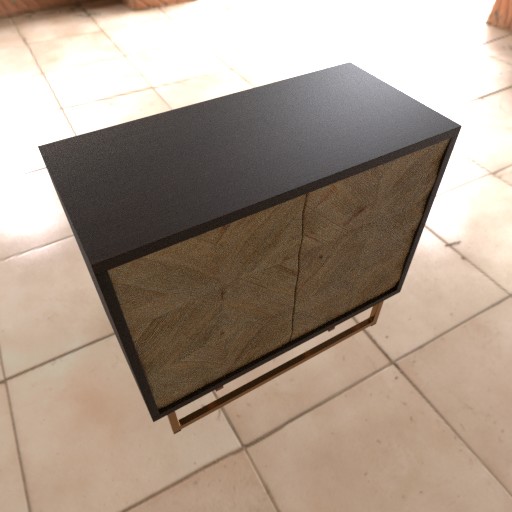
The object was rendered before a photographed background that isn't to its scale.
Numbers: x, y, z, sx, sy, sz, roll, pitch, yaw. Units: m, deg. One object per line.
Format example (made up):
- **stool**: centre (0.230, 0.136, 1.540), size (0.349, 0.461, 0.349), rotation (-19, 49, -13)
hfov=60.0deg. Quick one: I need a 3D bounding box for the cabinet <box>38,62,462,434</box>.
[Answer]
- **cabinet**: centre (0.000, 0.000, 1.405), size (0.950, 0.860, 0.451), rotation (-23, 51, -21)
